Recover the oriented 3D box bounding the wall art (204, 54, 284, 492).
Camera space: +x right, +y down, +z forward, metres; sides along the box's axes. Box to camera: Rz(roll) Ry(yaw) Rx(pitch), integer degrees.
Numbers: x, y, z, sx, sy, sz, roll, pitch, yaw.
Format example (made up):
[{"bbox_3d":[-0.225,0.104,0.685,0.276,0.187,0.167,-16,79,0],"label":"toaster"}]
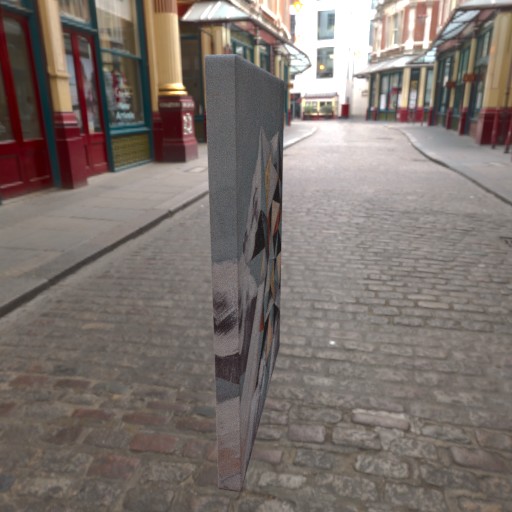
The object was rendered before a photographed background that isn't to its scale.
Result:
[{"bbox_3d":[0.000,0.000,0.795,0.037,0.613,0.455,3,18,10],"label":"wall art"}]
